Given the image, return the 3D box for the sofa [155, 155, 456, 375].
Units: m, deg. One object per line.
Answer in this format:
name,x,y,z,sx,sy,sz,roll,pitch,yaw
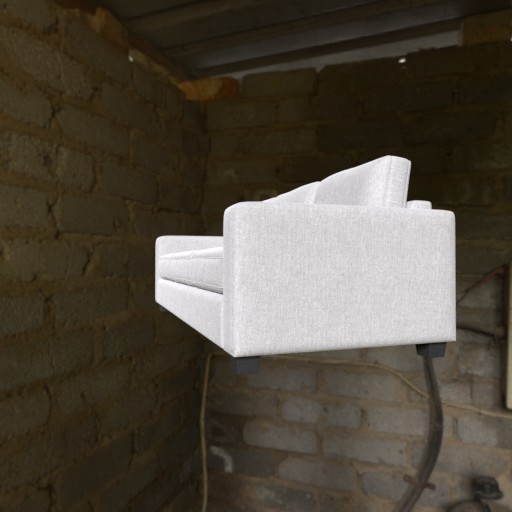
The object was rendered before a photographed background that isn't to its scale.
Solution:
sofa,0.000,0.000,2.534,0.900,0.800,2.120,0,-1,-19
